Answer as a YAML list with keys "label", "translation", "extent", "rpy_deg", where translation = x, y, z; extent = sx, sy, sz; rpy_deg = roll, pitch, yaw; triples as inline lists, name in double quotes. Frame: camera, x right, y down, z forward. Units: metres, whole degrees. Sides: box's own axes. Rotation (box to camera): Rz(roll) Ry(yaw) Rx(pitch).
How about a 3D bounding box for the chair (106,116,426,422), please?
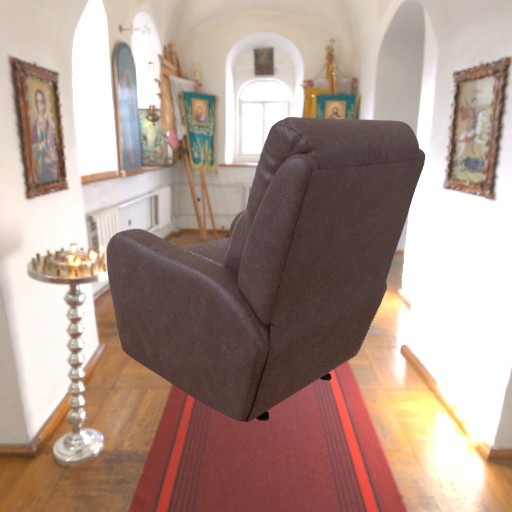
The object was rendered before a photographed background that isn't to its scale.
- label: "chair"
  translation: [0.000, 0.000, 1.816]
  extent: [0.865, 1.067, 1.067]
  rpy_deg: [-15, 22, -43]
